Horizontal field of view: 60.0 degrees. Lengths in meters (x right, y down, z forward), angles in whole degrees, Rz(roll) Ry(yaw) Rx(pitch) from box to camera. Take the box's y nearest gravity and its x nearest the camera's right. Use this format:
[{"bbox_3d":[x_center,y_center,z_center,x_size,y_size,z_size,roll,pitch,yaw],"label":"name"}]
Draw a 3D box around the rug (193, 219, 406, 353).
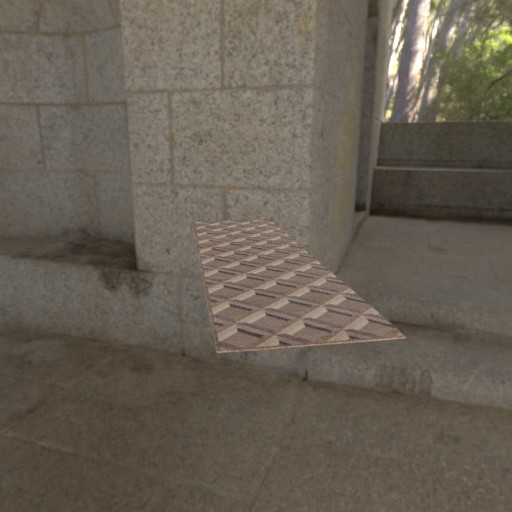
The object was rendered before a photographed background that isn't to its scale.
[{"bbox_3d":[0.000,0.000,2.695,0.685,0.013,2.437,-2,15,-9],"label":"rug"}]
